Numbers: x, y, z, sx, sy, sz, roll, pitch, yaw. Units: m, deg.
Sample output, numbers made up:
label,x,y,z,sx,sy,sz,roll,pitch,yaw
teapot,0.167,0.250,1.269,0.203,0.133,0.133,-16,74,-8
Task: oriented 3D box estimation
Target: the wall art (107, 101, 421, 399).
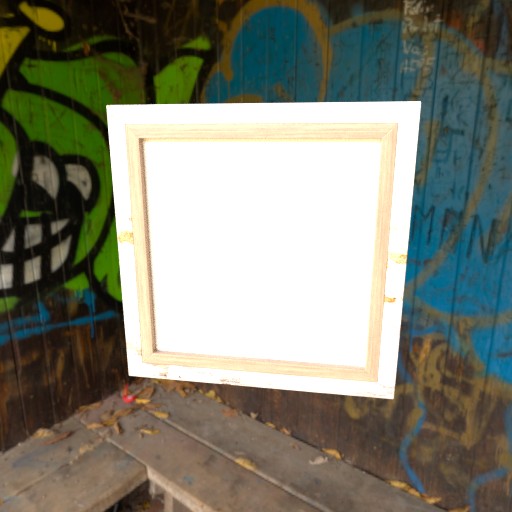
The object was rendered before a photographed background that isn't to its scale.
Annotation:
label,x,y,z,sx,sy,sz,roll,pitch,yaw
wall art,0.000,0.000,1.564,1.015,1.018,0.040,2,15,9
